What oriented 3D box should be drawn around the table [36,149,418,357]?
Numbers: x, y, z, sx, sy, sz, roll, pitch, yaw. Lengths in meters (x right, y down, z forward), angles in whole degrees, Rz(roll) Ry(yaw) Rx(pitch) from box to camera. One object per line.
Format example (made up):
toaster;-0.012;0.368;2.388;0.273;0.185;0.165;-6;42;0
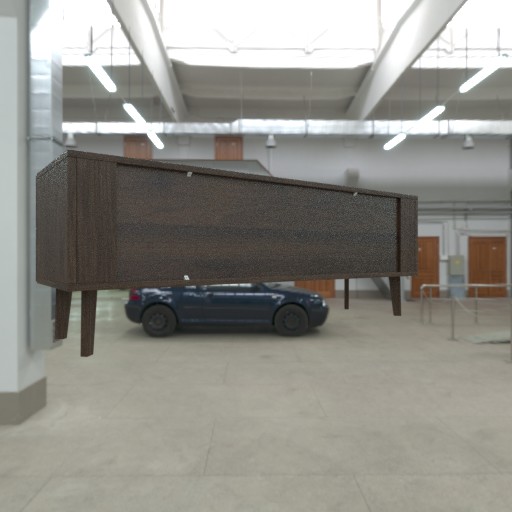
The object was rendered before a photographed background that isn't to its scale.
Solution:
table;0.000;0.000;1.624;1.397;0.508;0.405;0;0;-36
